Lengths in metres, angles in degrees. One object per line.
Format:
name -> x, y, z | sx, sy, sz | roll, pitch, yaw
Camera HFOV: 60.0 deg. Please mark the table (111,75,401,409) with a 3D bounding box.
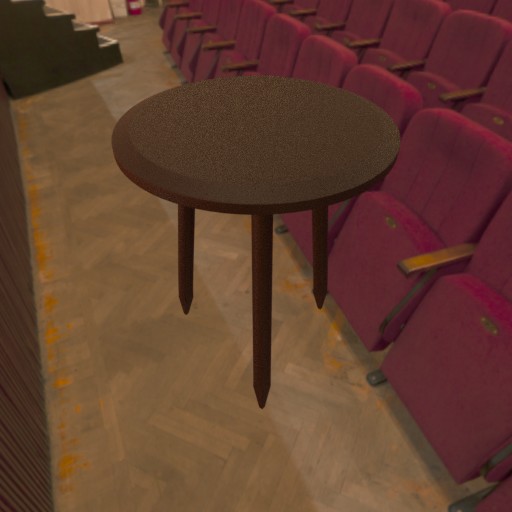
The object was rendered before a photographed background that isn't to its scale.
table -> 0.000, 0.000, 0.906 | 0.457, 0.585, 0.457 | 0, 41, 0
